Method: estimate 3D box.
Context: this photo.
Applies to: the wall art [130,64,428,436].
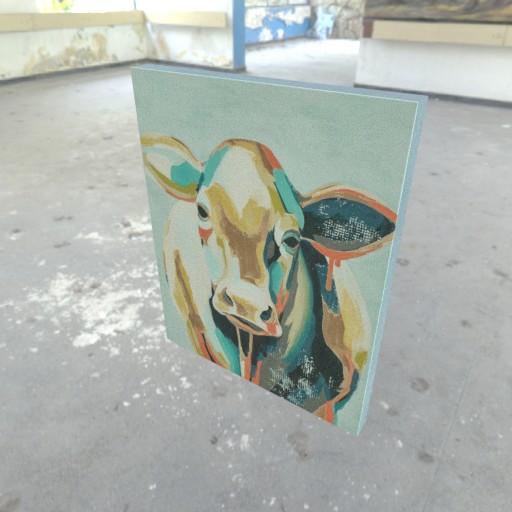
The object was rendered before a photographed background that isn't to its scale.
[{"bbox_3d":[0.000,0.000,0.678,0.409,0.509,0.037,19,36,29],"label":"wall art"}]
